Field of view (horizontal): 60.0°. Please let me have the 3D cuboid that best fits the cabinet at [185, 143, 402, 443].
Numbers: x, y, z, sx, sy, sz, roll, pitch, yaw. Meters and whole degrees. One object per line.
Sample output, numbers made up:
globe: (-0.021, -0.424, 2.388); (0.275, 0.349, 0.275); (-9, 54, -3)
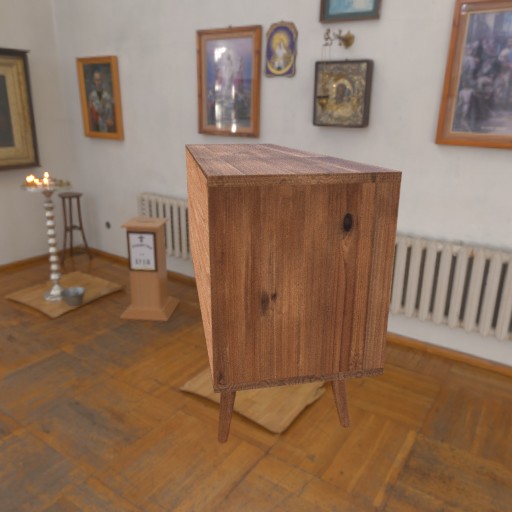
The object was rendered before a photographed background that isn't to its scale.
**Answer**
cabinet: (0.000, 0.000, 1.760); (0.472, 0.800, 1.400); (-3, 17, -10)
